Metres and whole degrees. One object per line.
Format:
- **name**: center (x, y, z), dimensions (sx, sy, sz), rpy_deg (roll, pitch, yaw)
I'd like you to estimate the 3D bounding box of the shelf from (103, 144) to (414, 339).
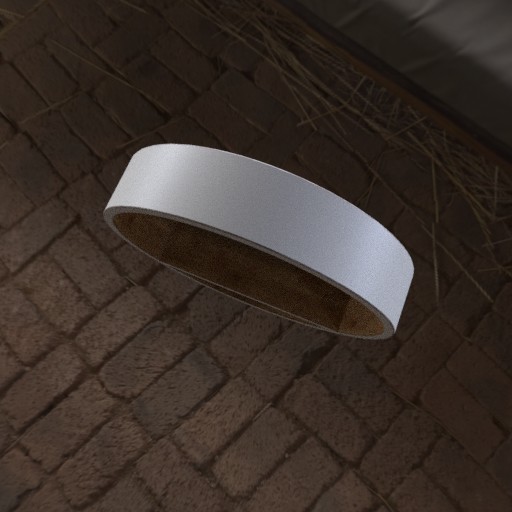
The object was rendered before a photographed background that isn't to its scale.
- **shelf**: center (0.000, 0.000, 1.218), dimensions (0.806, 0.807, 0.158), rpy_deg (21, 76, 6)
